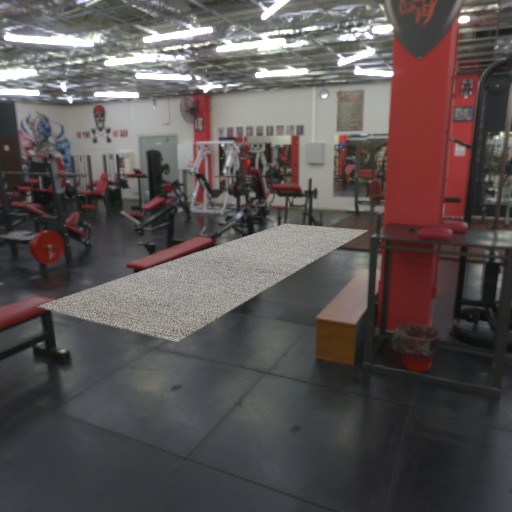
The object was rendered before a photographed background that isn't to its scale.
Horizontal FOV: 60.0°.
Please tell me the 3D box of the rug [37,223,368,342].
[{"bbox_3d":[0.000,0.000,2.573,0.697,0.013,2.335,7,15,28],"label":"rug"}]
